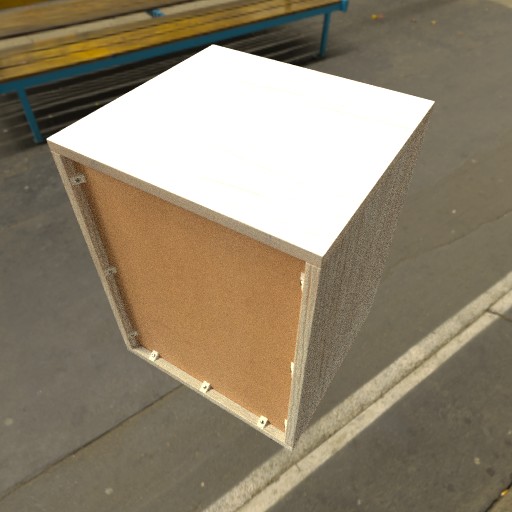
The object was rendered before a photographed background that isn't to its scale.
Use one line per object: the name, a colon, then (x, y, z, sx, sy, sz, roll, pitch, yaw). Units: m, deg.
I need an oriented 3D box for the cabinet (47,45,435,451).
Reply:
cabinet: (0.000, 0.000, 0.842, 0.409, 0.579, 0.401, 24, 51, 22)
